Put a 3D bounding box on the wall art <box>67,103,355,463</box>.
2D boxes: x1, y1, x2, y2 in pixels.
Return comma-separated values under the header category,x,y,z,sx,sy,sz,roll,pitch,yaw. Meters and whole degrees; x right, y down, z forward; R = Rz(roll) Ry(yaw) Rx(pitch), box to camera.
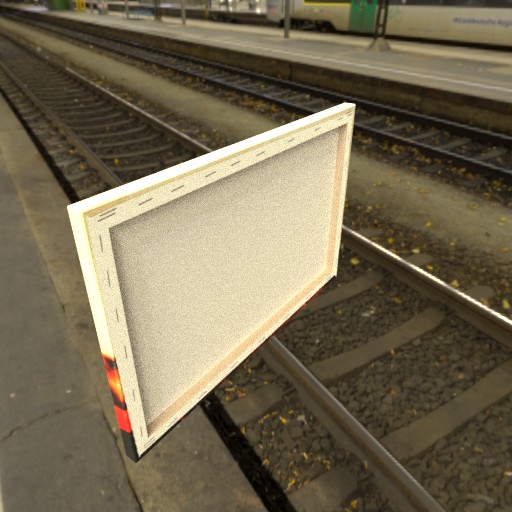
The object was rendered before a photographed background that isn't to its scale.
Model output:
category,x,y,z,sx,sy,sz,roll,pitch,yaw
wall art,0.000,0.000,1.135,0.038,0.602,0.918,21,37,31
